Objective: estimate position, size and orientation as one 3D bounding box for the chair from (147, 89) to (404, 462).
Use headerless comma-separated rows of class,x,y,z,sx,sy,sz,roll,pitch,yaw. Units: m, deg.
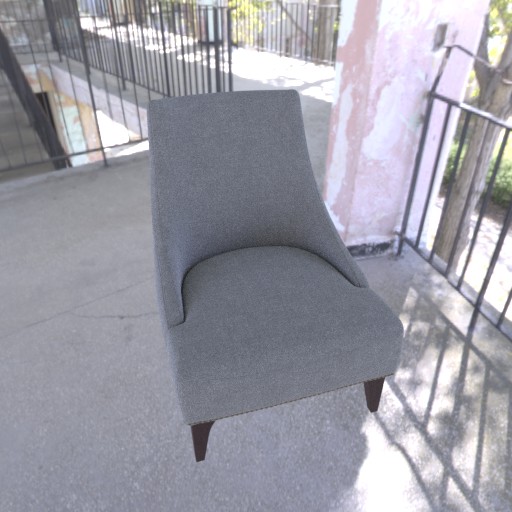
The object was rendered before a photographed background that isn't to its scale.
chair,0.000,0.000,1.512,0.701,0.909,0.861,-10,34,-14
